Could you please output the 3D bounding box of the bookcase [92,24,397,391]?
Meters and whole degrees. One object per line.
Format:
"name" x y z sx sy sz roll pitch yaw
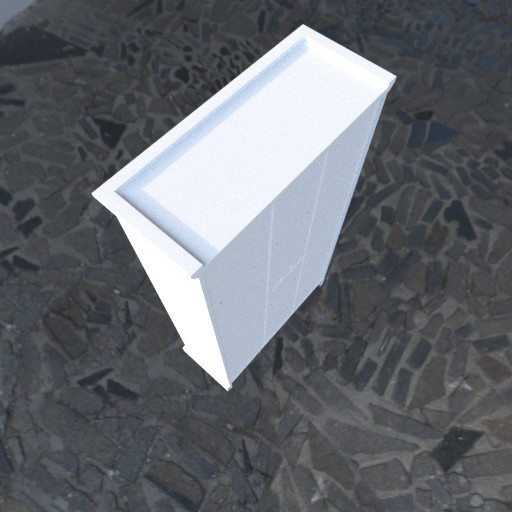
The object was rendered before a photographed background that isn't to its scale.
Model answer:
"bookcase" 0.000 0.000 2.322 0.432 1.880 1.050 38 69 17
